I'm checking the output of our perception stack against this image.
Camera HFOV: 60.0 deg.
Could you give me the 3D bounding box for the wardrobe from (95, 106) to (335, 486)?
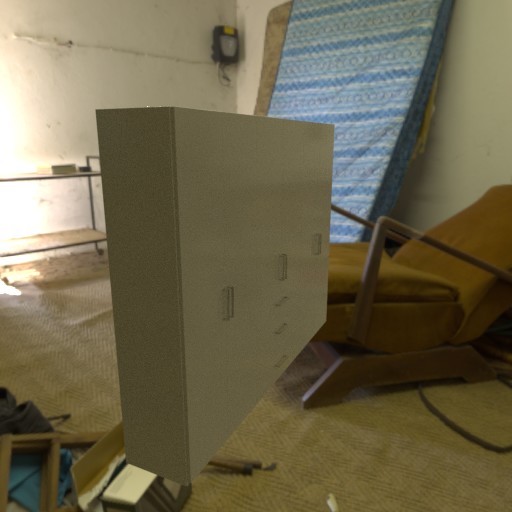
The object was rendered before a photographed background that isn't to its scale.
[{"bbox_3d":[0.000,0.000,3.997,0.580,2.360,3.000,7,16,25],"label":"wardrobe"}]
